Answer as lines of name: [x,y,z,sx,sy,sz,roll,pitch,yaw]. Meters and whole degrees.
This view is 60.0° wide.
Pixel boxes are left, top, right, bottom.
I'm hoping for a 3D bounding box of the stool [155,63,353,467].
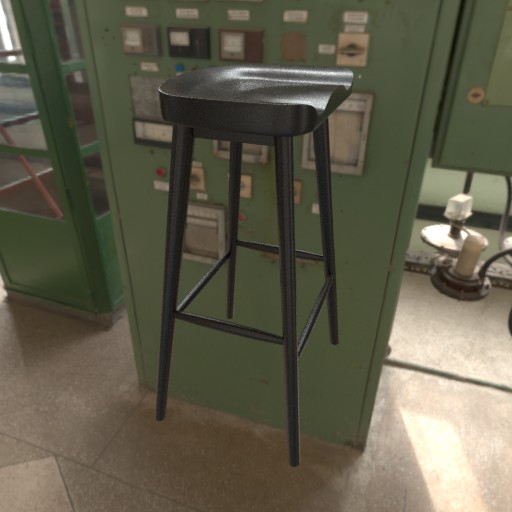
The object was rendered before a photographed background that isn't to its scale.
stool: [0.000,0.000,0.994,0.361,0.749,0.440,11,32,18]
